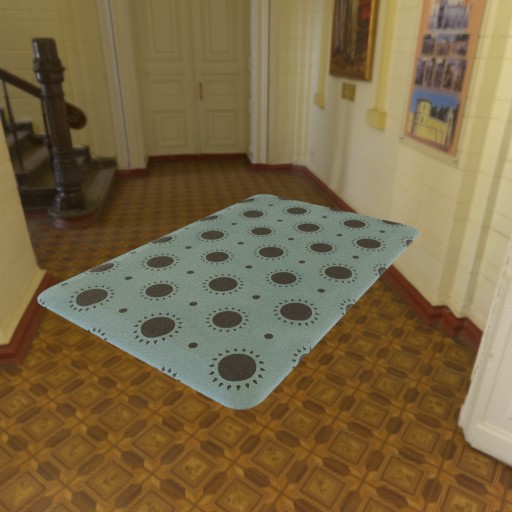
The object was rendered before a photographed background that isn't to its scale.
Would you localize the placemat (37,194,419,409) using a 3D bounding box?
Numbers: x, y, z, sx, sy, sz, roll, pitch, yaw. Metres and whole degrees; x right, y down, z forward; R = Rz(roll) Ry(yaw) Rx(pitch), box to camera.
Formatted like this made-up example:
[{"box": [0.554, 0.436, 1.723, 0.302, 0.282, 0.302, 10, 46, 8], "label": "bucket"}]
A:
[{"box": [0.000, 0.000, 0.979, 0.508, 0.021, 0.762, 17, 31, 31], "label": "placemat"}]
